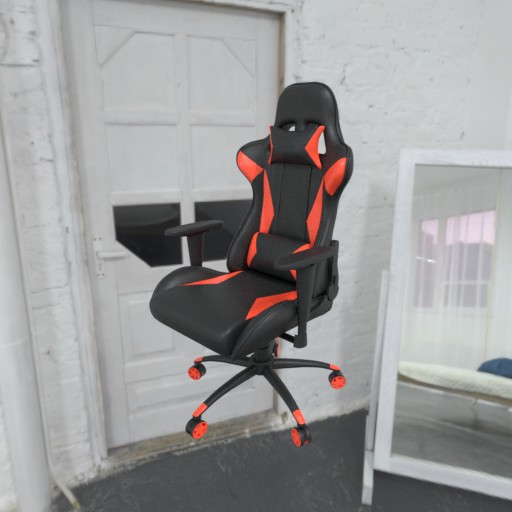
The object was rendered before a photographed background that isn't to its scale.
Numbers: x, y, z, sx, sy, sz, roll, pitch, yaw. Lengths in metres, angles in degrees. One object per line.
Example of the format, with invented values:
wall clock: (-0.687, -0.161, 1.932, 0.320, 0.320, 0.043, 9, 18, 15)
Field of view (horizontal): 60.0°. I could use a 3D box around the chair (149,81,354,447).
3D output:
chair: (0.000, 0.000, 1.712, 0.695, 1.282, 0.730, 16, 23, 42)
